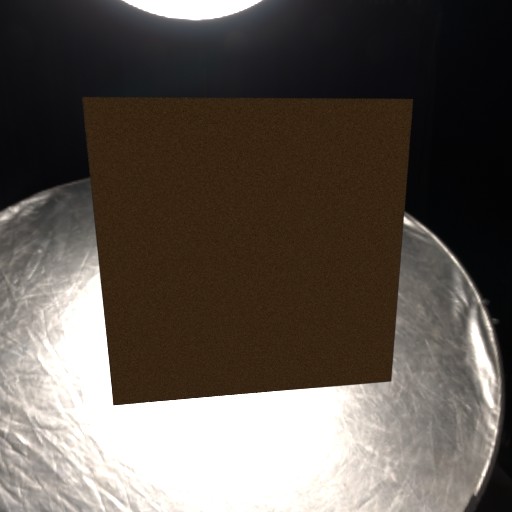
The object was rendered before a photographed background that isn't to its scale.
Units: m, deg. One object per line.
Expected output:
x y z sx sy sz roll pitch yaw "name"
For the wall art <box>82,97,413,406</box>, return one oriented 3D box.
0.000 0.000 0.900 0.611 0.608 0.042 -2 15 -8 "wall art"
